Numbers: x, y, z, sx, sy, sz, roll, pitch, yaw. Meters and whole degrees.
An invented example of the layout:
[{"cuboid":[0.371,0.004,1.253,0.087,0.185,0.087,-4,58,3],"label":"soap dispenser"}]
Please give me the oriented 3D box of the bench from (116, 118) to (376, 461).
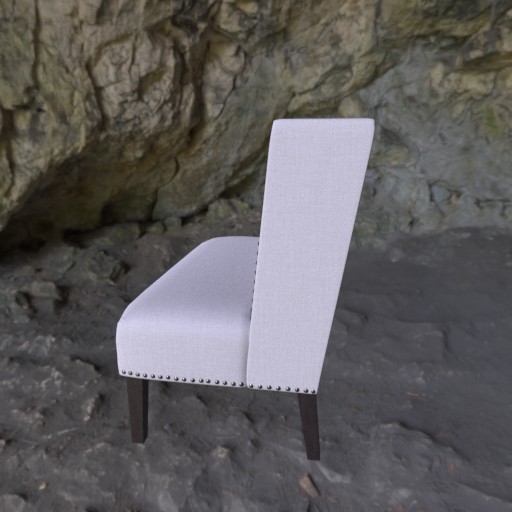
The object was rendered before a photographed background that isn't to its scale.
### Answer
[{"cuboid":[0.000,0.000,2.007,0.847,1.123,1.280,2,14,8],"label":"bench"}]
